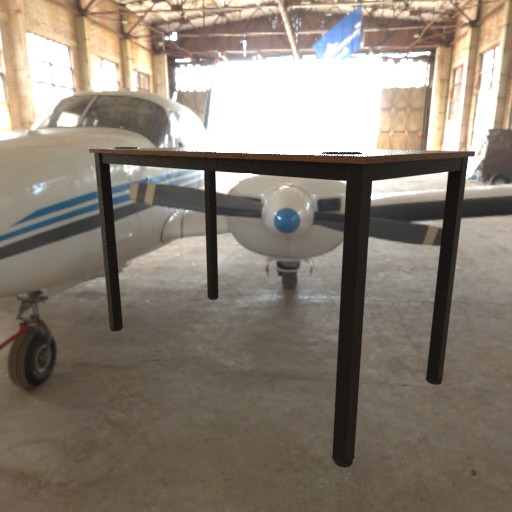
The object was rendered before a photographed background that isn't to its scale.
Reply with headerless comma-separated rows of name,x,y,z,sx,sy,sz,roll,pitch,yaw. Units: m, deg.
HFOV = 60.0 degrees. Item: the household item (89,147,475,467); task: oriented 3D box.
household item,0.000,0.000,1.583,1.200,0.750,0.600,14,20,43
